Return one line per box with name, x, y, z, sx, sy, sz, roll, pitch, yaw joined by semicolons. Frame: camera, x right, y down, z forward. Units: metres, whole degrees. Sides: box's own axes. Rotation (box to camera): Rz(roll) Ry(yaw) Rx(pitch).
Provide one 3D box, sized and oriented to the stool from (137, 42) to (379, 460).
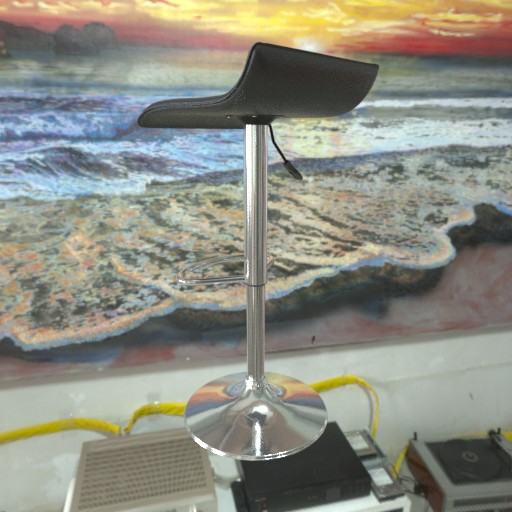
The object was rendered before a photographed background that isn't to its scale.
stool;0.000;0.000;1.065;0.381;0.851;0.381;-14;21;-42
